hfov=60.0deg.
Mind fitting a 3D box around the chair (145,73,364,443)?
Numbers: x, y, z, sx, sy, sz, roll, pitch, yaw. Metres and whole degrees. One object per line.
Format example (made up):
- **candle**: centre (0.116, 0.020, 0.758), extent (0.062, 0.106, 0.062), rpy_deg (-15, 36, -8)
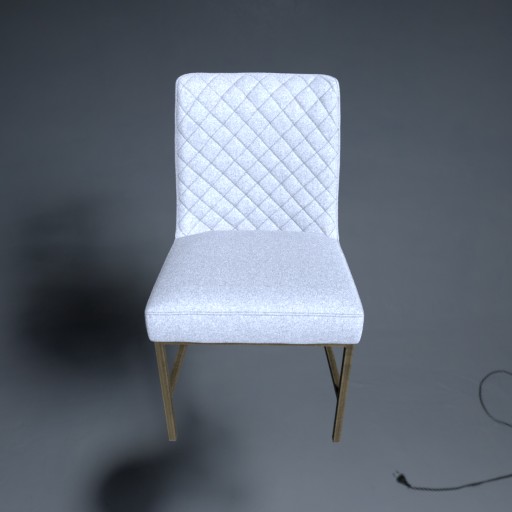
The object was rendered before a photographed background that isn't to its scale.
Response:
- **chair**: centre (0.000, 0.000, 1.250), extent (0.508, 0.889, 0.587), rpy_deg (1, 30, 1)
